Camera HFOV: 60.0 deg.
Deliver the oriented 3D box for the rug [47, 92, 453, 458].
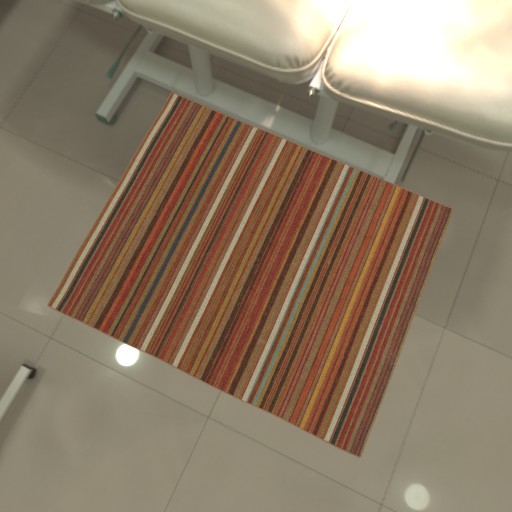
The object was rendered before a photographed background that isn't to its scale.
[{"bbox_3d":[0.000,0.000,4.172,3.092,0.023,2.479,24,77,6],"label":"rug"}]
